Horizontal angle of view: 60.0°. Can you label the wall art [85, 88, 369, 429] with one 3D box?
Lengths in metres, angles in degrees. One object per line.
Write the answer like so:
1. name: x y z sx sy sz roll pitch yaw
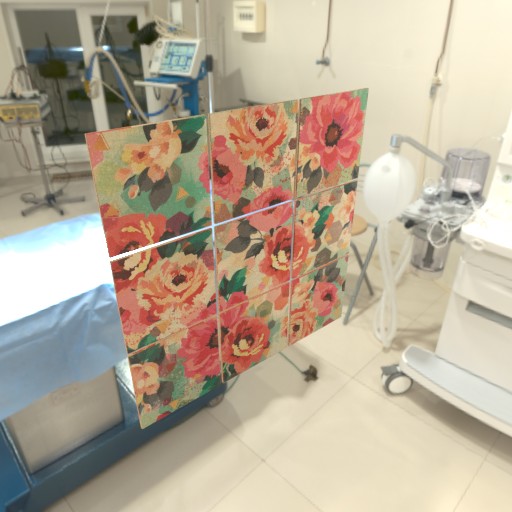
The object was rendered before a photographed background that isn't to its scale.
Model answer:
1. wall art: 0.000 0.000 1.868 1.216 1.220 0.013 -22 36 -33
